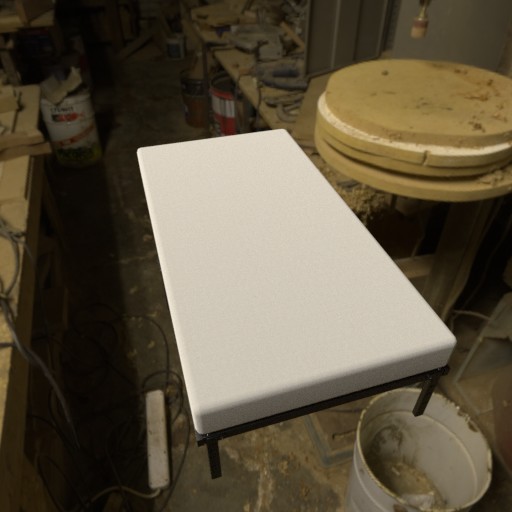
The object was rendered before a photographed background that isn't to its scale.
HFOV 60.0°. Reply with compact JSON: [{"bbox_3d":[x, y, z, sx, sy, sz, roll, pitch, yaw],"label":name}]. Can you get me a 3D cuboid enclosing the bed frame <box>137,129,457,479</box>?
[{"bbox_3d":[0.000,0.000,3.243,1.393,0.680,2.635,-11,42,-13],"label":"bed frame"}]
